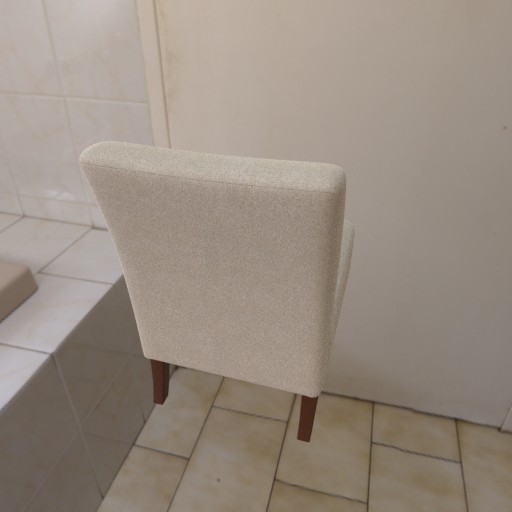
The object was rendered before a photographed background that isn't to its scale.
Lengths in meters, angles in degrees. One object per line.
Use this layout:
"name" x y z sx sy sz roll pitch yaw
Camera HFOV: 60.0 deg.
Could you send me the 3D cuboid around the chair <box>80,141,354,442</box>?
"chair" 0.000 0.000 1.310 0.521 0.833 0.754 9 33 14
